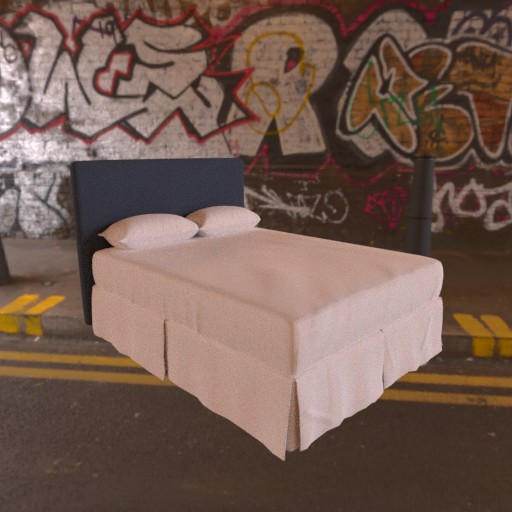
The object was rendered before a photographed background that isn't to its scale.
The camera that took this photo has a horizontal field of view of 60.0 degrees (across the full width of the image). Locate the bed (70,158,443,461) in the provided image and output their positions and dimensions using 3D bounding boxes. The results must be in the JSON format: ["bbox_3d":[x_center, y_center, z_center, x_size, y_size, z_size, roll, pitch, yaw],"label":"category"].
[{"bbox_3d":[0.000,0.000,3.160,1.713,1.330,2.162,-13,19,-43],"label":"bed"}]
